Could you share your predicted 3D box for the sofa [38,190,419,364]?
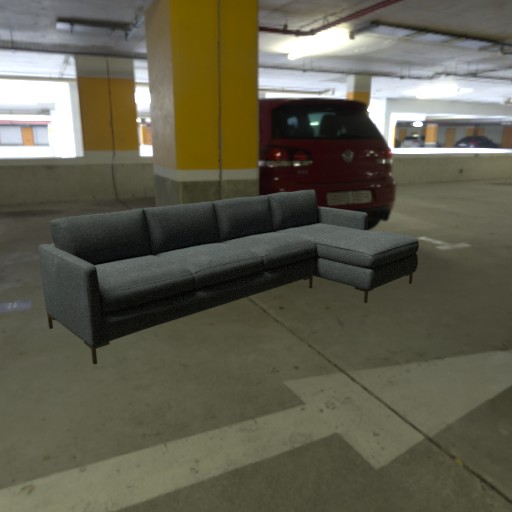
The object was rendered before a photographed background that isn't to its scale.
[{"bbox_3d":[0.000,0.000,3.577,2.932,0.810,1.350,-13,20,-42],"label":"sofa"}]
